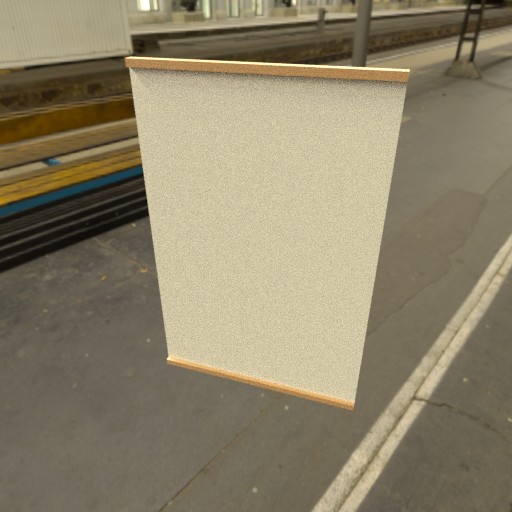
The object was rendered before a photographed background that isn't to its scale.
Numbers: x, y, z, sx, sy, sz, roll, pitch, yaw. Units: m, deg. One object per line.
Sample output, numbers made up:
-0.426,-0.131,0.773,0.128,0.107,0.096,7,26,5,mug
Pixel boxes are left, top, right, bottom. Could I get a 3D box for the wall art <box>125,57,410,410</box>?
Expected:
0.000,0.000,1.270,0.669,1.020,0.027,10,32,16,wall art
